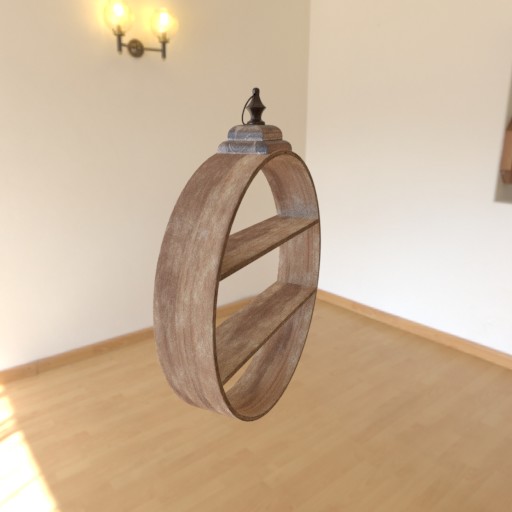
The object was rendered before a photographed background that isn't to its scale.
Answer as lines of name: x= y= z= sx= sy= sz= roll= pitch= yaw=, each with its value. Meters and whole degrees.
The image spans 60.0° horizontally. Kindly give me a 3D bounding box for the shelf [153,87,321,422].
shelf: x=0.000 y=0.000 z=1.017 sx=0.125 sy=0.725 sz=0.601 roll=7 pitch=18 yaw=24
